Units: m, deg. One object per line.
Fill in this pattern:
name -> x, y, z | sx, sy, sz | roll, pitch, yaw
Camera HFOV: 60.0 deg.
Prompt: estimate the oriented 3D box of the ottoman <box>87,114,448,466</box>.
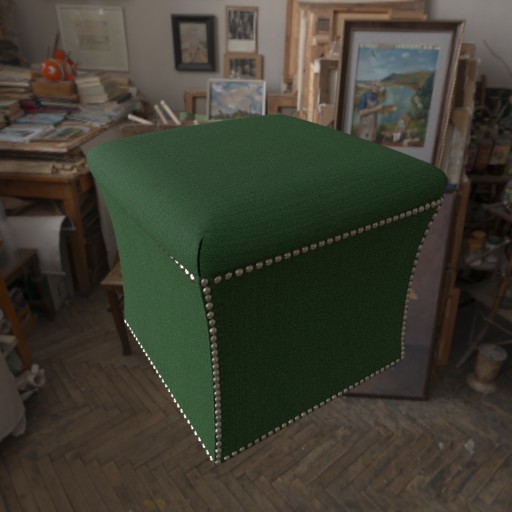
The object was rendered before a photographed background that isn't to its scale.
ottoman -> 0.000, 0.000, 0.915 | 0.507, 0.475, 0.497 | -18, 35, -28
